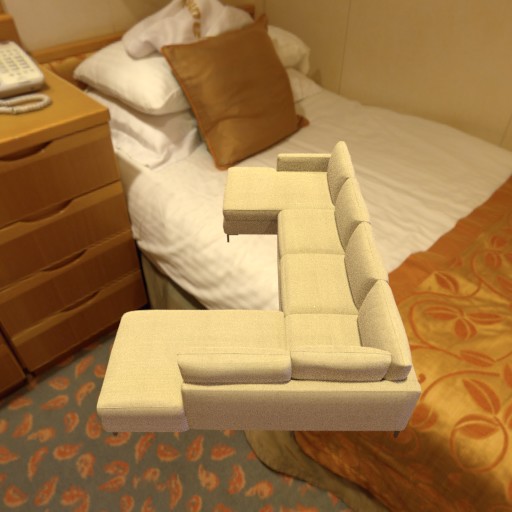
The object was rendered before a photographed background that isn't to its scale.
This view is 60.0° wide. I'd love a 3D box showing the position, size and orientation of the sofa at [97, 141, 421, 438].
[{"bbox_3d":[0.000,0.000,3.582,1.879,0.756,2.737,0,42,0],"label":"sofa"}]
